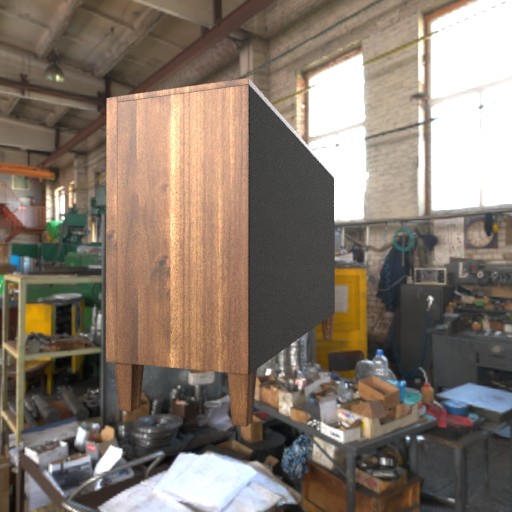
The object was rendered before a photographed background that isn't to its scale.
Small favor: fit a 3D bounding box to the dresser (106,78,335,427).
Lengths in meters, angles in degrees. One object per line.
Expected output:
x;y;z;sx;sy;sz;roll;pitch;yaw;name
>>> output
0.000;0.000;1.846;0.438;0.892;1.387;0;0;19;dresser
